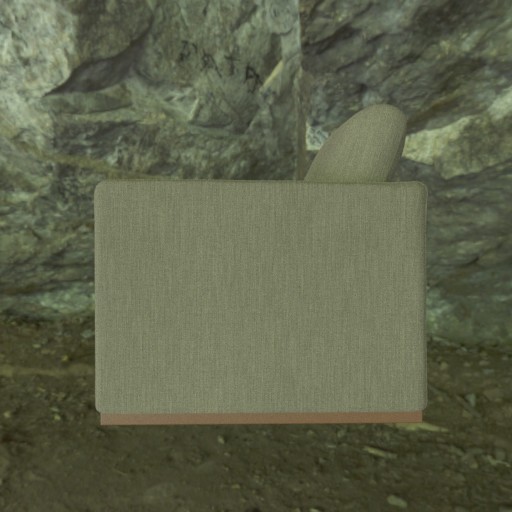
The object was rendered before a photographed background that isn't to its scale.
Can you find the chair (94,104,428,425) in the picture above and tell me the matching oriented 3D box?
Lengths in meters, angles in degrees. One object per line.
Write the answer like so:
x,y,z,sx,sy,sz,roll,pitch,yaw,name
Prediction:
0.000,0.000,1.435,0.834,0.811,0.763,0,1,-1,chair
